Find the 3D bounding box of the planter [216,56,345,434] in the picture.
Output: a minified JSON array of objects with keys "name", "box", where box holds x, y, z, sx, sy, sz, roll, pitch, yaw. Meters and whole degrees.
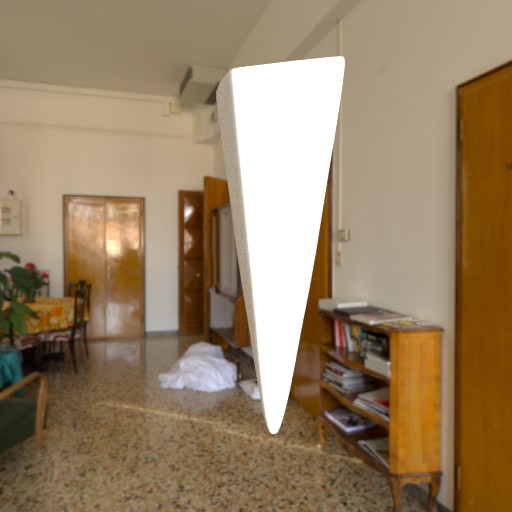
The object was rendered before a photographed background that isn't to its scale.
[{"name":"planter","box":[0.000,0.000,0.396,0.143,0.338,0.065,1,1,37]}]
